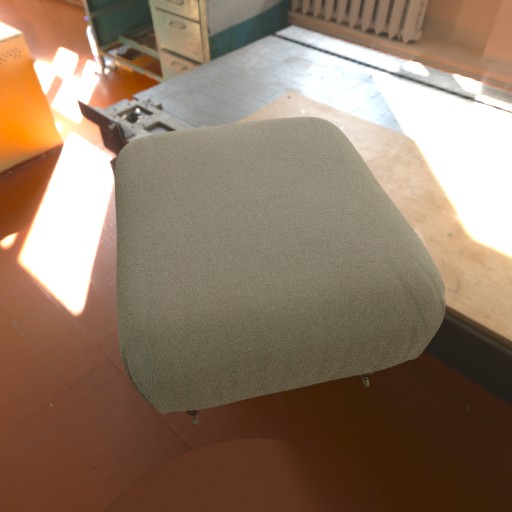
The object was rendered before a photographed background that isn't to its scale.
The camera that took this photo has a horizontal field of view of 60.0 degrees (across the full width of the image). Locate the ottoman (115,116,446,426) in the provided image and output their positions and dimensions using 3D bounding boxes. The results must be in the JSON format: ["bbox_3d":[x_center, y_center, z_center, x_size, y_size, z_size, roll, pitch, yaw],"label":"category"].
[{"bbox_3d":[0.000,0.000,1.129,0.639,0.450,0.746,-9,47,-9],"label":"ottoman"}]
